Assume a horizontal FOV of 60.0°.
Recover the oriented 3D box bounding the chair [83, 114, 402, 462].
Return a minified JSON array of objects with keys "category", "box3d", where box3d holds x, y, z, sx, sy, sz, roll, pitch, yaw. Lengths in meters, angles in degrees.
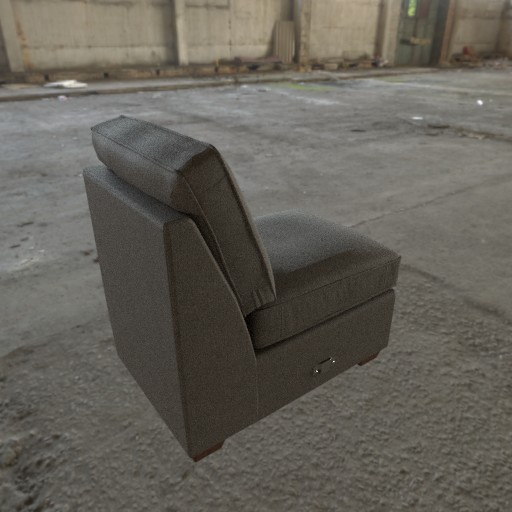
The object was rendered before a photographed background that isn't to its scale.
[{"category":"chair","box3d":[0.000,0.000,1.580,0.938,0.970,0.621,-18,31,-32]}]
